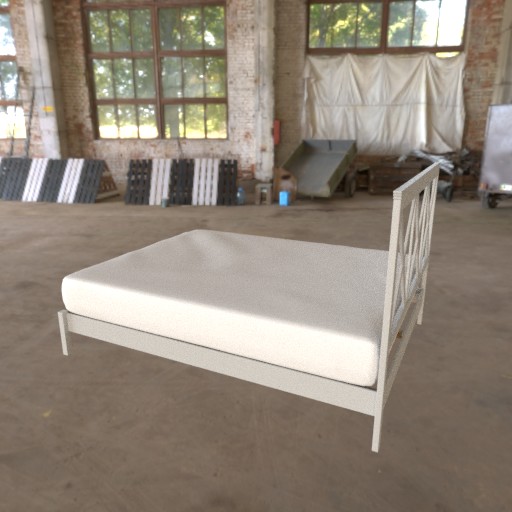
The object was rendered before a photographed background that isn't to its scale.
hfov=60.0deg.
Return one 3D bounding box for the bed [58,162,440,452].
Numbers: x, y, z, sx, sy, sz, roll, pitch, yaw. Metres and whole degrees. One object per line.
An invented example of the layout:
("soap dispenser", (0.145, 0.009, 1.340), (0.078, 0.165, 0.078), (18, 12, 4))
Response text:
("bed", (0.000, 0.000, 3.112), (2.135, 1.253, 1.673), (8, 18, 25))
